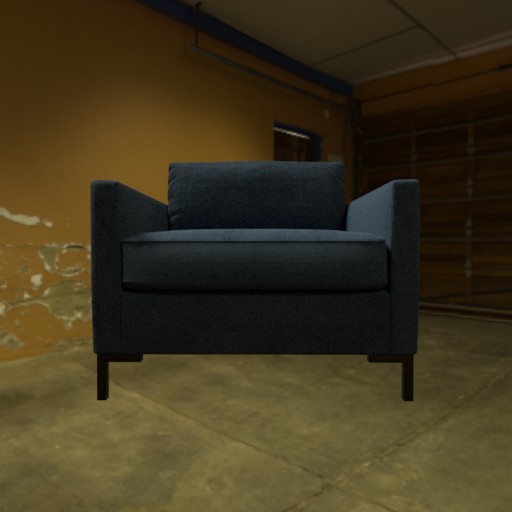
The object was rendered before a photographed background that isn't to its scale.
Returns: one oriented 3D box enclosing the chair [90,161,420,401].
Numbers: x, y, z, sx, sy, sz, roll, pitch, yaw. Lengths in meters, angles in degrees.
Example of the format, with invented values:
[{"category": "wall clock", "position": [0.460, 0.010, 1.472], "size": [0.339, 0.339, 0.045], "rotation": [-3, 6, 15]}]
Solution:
[{"category": "chair", "position": [0.000, 0.000, 1.653], "size": [0.964, 0.812, 0.875], "rotation": [0, 1, 1]}]
